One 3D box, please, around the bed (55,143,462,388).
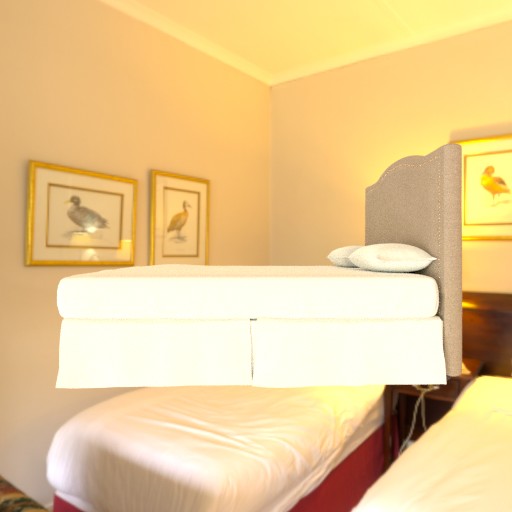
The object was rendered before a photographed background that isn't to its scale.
[{"bbox_3d":[0.000,0.000,3.306,2.282,1.436,1.821,0,0,-1],"label":"bed"}]
